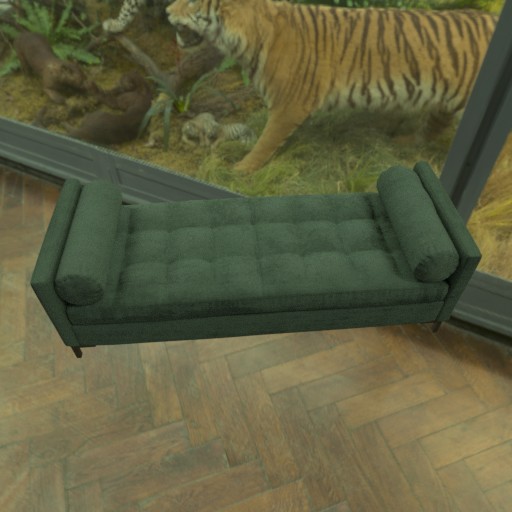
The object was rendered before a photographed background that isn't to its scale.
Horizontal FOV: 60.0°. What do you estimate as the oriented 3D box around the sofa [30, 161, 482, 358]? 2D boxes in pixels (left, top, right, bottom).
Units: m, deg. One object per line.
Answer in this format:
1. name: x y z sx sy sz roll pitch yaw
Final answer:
1. sofa: 0.000 0.000 2.518 2.130 0.681 0.817 -3 47 -3
